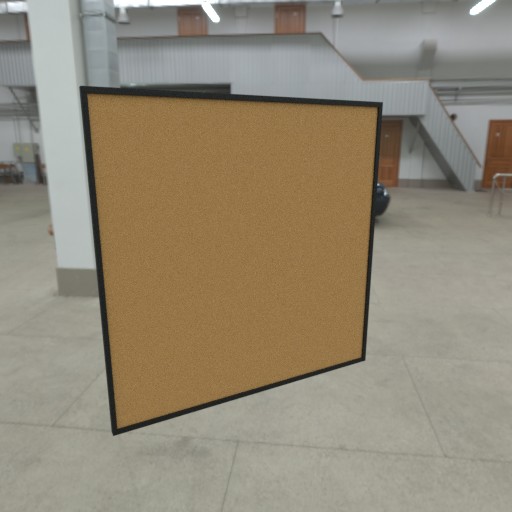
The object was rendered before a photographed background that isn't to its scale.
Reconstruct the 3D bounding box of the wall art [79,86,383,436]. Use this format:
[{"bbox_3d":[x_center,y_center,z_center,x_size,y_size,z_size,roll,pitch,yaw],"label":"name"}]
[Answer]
[{"bbox_3d":[0.000,0.000,0.670,0.458,0.457,0.013,-8,16,-28],"label":"wall art"}]
